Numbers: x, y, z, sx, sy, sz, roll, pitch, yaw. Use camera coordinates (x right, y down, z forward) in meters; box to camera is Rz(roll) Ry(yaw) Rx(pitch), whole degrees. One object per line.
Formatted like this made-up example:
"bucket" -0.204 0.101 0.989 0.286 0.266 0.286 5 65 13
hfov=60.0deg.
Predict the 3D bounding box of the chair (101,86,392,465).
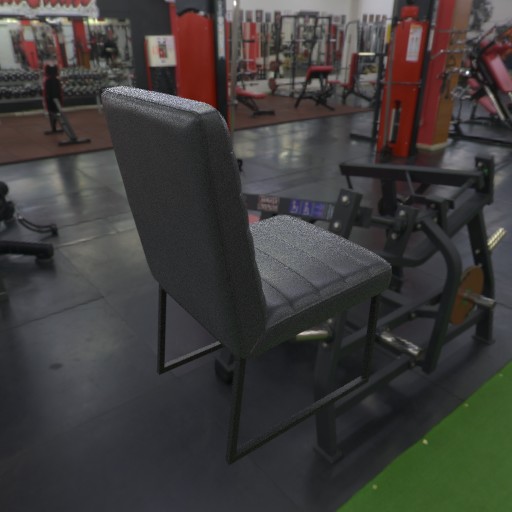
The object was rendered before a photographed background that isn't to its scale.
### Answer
"chair" 0.000 0.000 1.296 0.634 0.930 0.520 -18 31 -32
